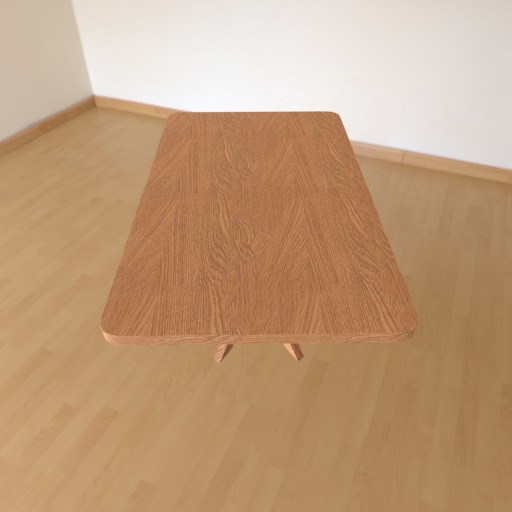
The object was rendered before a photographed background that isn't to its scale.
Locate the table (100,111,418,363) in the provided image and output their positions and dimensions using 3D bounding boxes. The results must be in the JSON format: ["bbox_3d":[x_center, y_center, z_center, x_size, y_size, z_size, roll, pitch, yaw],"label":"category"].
[{"bbox_3d":[0.000,0.000,2.136,0.950,0.770,1.600,-1,40,-1],"label":"table"}]
